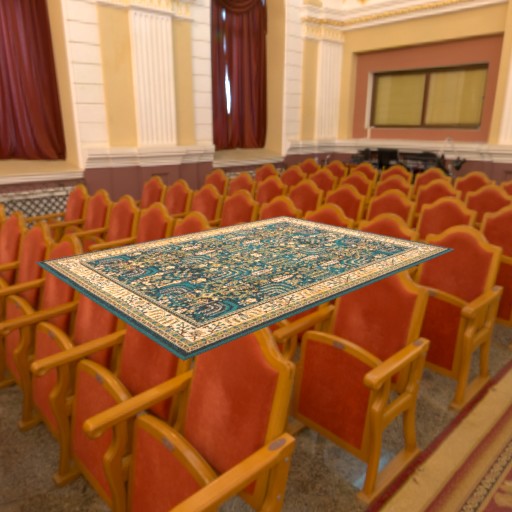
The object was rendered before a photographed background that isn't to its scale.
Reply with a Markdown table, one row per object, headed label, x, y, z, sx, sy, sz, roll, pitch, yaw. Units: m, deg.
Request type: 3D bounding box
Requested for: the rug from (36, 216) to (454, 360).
| label | x | y | z | sx | sy | sz | roll | pitch | yaw |
| --- | --- | --- | --- | --- | --- | --- | --- | --- | --- |
| rug | 0.000 | 0.000 | 3.978 | 3.044 | 0.015 | 2.226 | -15 | 22 | -41 |
